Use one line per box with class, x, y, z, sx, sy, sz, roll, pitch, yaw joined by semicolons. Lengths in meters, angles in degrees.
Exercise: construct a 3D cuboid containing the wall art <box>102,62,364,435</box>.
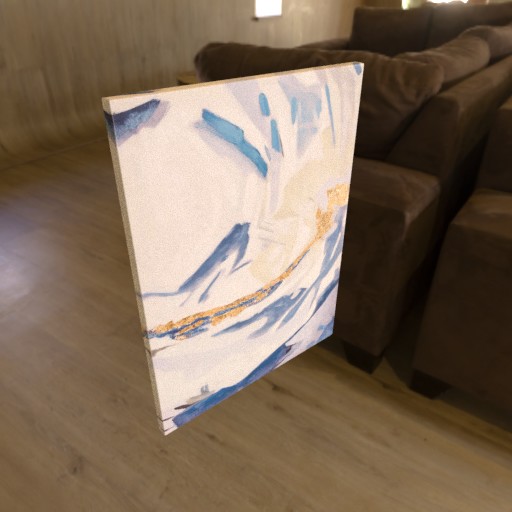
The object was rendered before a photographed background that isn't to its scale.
wall art;0.000;0.000;1.336;0.761;1.015;0.038;-23;38;-32
